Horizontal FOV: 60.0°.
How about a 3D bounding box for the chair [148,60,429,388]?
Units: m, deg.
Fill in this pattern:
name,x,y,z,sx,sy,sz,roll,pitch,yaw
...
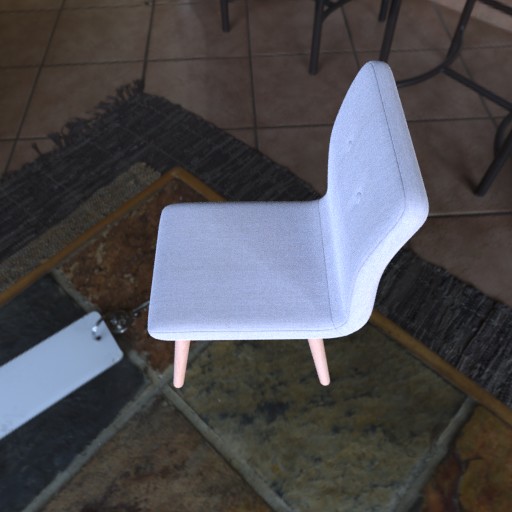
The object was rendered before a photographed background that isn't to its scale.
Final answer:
name,x,y,z,sx,sy,sz,roll,pitch,yaw
chair,0.000,0.000,1.155,0.550,0.885,0.435,-1,58,-1
